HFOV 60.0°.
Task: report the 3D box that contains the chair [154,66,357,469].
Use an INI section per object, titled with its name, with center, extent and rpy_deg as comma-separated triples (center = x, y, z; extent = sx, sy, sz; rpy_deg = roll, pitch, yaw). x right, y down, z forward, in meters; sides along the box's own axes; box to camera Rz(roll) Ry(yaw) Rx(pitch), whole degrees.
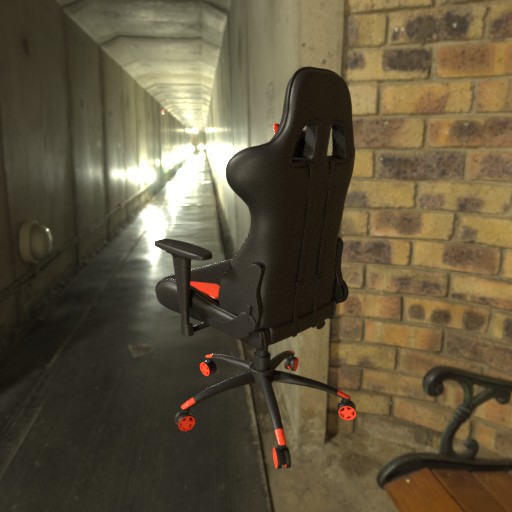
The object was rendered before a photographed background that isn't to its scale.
[chair]
center = 0.000, 0.000, 1.689
extent = 0.695, 1.282, 0.730
rpy_deg = -15, 22, -42
